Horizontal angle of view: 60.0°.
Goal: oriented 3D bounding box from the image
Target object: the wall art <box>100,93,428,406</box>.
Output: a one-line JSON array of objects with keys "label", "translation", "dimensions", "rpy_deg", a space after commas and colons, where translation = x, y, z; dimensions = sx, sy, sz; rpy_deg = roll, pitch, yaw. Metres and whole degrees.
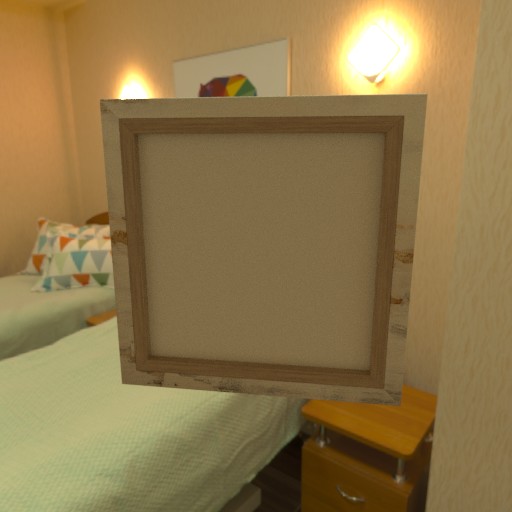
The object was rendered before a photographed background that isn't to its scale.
[{"label": "wall art", "translation": [0.000, 0.000, 1.114], "dimensions": [0.753, 0.755, 0.038], "rpy_deg": [2, 14, 8]}]
